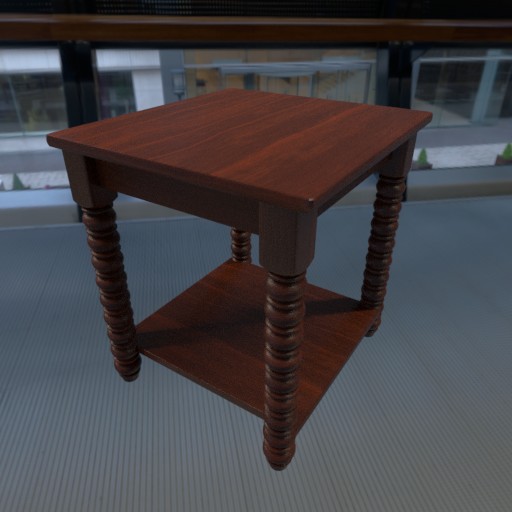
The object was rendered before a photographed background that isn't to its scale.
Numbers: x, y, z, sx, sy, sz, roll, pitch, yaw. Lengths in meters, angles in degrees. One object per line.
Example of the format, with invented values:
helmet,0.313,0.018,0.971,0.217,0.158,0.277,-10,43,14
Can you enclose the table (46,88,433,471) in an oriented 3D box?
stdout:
table,0.000,0.000,0.953,0.500,0.567,0.533,18,35,28
